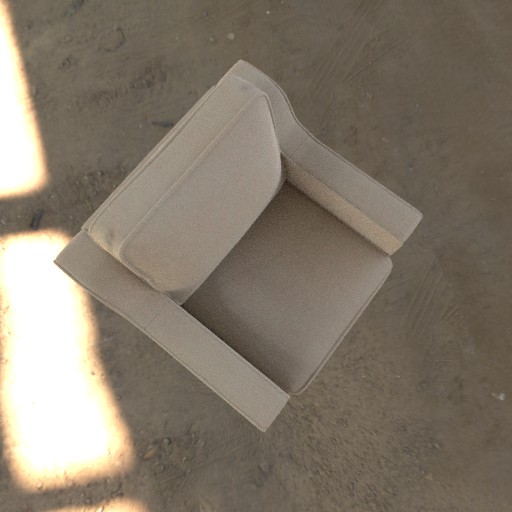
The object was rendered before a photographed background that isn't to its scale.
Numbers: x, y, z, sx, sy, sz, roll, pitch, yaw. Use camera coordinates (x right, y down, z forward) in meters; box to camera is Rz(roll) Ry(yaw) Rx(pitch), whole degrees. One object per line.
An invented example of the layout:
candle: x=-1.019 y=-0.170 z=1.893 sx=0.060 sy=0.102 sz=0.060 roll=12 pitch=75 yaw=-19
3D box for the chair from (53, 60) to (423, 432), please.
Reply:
chair: x=0.000 y=0.000 z=1.659 sx=0.882 sy=0.948 sz=0.922 roll=37 pitch=79 yaw=9
